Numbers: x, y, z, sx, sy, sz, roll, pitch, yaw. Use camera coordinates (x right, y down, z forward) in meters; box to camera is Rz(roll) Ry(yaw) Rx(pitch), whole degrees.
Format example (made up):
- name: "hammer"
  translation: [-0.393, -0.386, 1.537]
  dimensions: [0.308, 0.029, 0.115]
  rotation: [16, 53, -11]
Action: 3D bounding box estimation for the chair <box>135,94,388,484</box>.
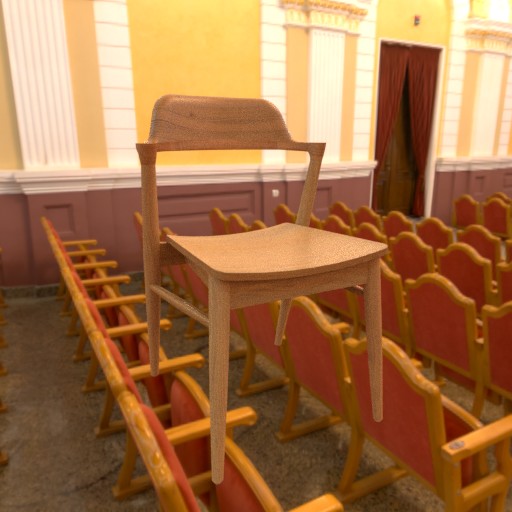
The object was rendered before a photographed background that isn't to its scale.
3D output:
- name: "chair"
  translation: [0.000, 0.000, 1.111]
  dimensions: [0.512, 0.792, 0.499]
  rotation: [-8, 17, -27]
